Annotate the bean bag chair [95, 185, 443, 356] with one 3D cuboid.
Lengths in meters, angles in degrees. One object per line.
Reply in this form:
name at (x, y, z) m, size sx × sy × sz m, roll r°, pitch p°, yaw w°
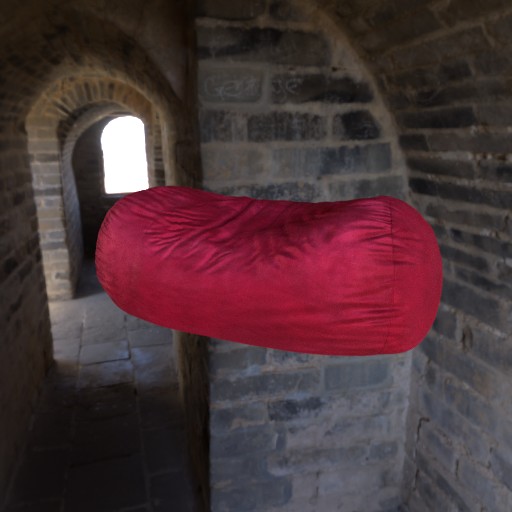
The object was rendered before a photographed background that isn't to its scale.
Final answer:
bean bag chair at (0.000, 0.000, 2.931) m, size 2.293 × 0.867 × 1.216 m, roll 7°, pitch 16°, yaw 25°
